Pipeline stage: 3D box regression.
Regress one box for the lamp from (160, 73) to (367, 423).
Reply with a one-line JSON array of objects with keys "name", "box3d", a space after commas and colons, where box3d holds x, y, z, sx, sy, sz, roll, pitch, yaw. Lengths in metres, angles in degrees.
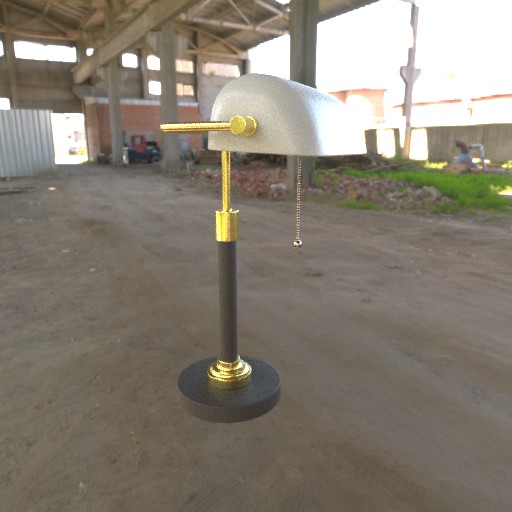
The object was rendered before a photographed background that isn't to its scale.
[{"name": "lamp", "box3d": [0.000, 0.000, 0.557, 0.227, 0.404, 0.269, 7, 15, 26]}]
